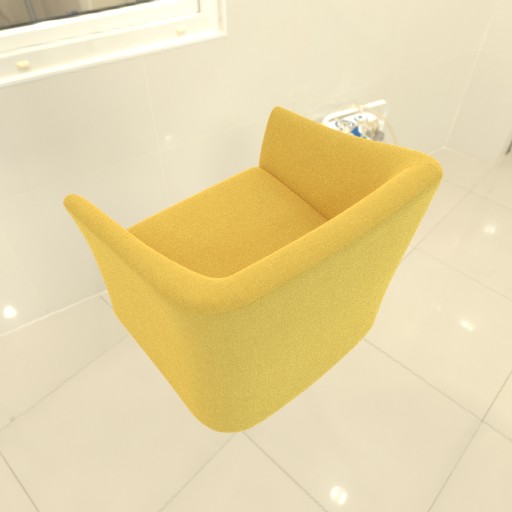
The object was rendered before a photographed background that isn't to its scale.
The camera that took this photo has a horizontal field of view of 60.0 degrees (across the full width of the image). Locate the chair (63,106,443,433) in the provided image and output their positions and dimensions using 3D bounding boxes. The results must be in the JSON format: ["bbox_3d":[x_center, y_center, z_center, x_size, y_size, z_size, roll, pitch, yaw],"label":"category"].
[{"bbox_3d":[0.000,0.000,1.330,0.790,0.720,0.700,-31,54,-26],"label":"chair"}]
